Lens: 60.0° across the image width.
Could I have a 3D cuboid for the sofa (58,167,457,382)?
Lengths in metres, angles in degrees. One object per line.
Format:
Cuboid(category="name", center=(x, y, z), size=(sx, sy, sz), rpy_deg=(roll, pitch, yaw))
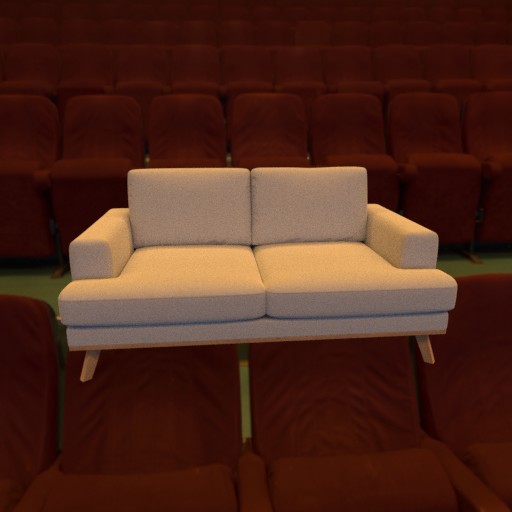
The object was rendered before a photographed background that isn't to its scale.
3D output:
Cuboid(category="sofa", center=(0.000, 0.000, 2.206), size=(1.651, 0.810, 0.915), rpy_deg=(-2, 17, -5))
